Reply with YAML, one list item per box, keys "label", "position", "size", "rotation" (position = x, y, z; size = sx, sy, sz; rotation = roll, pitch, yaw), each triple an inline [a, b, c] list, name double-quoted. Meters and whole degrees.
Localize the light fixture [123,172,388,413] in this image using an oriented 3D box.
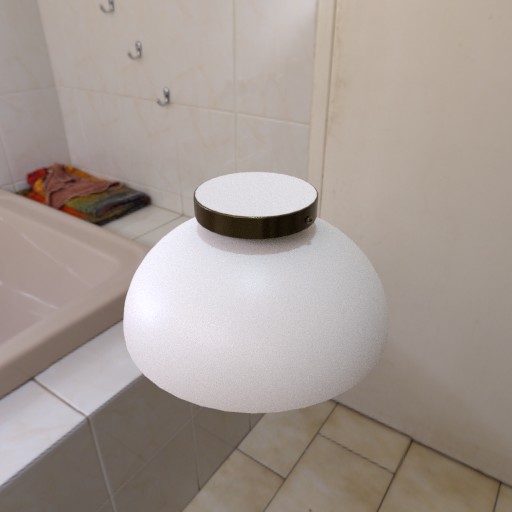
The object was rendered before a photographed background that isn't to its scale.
- label: "light fixture"
  position: [0.000, 0.000, 0.573]
  size: [0.355, 0.177, 0.355]
  rotation: [0, 29, 0]
